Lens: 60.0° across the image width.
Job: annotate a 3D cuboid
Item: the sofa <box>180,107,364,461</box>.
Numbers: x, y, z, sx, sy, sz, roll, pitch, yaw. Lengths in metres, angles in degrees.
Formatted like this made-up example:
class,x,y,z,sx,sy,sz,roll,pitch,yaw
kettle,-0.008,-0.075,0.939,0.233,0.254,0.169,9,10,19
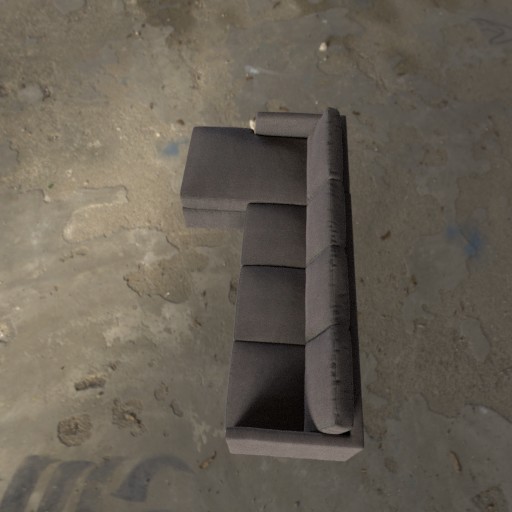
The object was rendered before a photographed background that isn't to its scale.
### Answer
class,x,y,z,sx,sy,sz,roll,pitch,yaw
sofa,0.000,0.000,3.982,1.650,0.922,3.205,3,59,2
